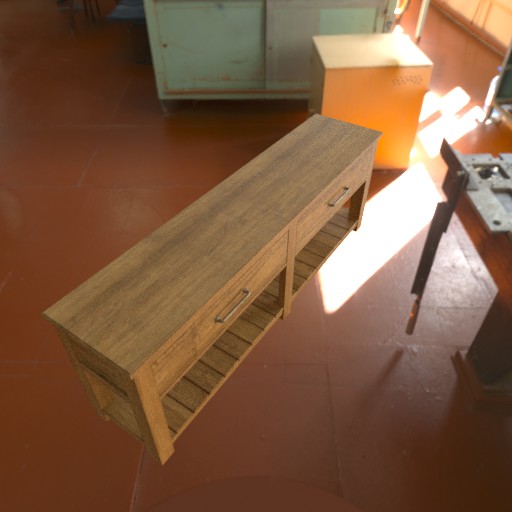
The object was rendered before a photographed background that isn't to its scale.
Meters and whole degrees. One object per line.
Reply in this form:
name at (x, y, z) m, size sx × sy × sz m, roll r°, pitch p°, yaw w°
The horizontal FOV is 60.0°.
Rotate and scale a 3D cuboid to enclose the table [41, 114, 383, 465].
table at (0.000, 0.000, 2.096) m, size 0.425 × 0.635 × 1.815 m, roll 25°, pitch 47°, yaw 25°
